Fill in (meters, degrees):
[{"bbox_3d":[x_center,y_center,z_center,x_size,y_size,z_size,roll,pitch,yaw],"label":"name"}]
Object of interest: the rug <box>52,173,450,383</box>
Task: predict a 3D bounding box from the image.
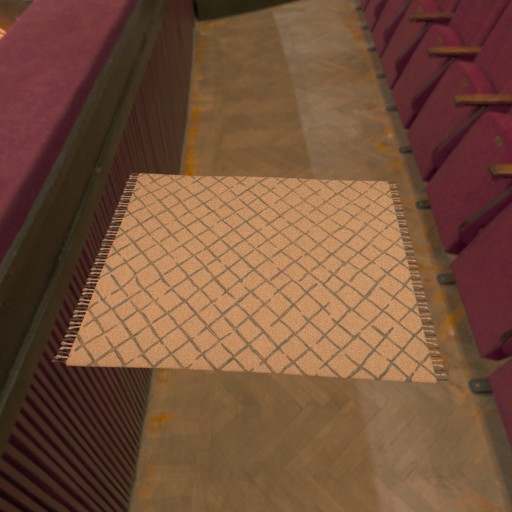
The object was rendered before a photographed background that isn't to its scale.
[{"bbox_3d":[0.000,0.000,4.948,3.585,0.036,2.892,2,47,2],"label":"rug"}]
